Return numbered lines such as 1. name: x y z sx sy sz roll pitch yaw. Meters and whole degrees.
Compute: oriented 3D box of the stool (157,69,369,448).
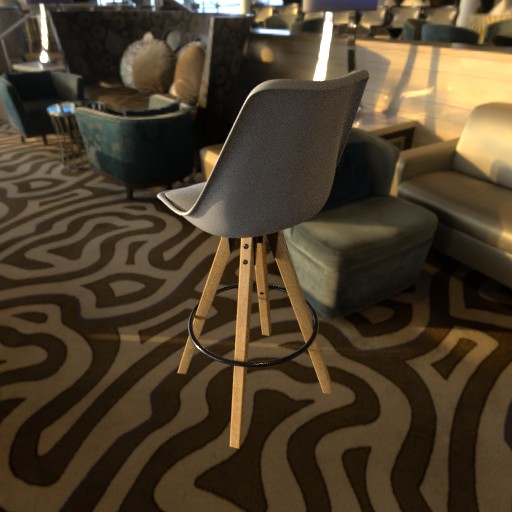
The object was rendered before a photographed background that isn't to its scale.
1. stool: 0.000 0.000 1.379 0.485 1.115 0.550 -19 35 -29
